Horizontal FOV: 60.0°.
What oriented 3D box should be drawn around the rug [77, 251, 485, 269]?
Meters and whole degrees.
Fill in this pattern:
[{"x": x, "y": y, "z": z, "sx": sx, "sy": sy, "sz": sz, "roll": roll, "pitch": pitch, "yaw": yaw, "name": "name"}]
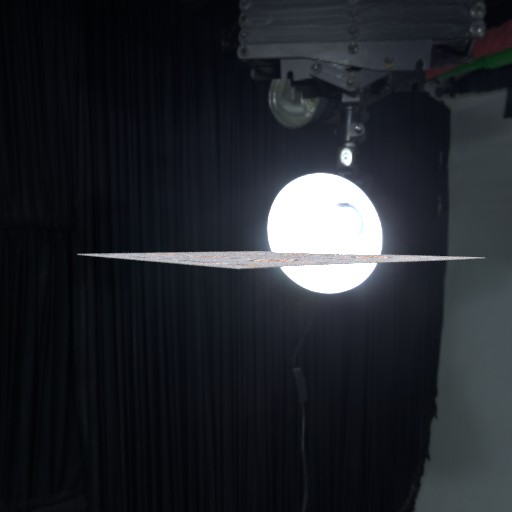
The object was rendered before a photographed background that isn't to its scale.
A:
[{"x": 0.000, "y": 0.000, "z": 4.134, "sx": 2.425, "sy": 0.008, "sz": 3.035, "roll": -1, "pitch": 2, "yaw": -36, "name": "rug"}]
